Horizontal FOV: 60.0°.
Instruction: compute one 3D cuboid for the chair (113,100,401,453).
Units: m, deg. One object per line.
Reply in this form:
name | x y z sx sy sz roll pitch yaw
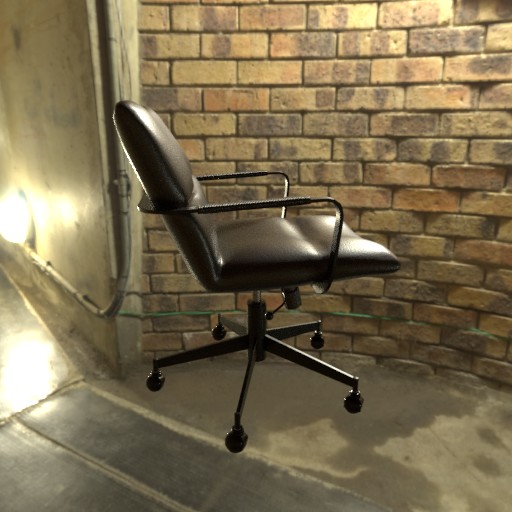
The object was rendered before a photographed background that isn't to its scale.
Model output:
chair | 0.000 0.000 1.420 0.748 0.922 0.719 -3 17 -8
